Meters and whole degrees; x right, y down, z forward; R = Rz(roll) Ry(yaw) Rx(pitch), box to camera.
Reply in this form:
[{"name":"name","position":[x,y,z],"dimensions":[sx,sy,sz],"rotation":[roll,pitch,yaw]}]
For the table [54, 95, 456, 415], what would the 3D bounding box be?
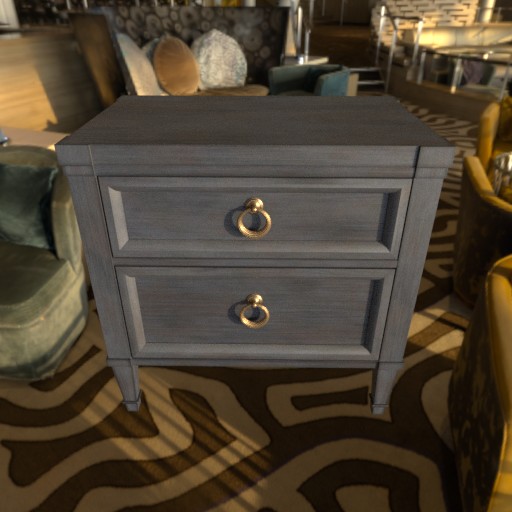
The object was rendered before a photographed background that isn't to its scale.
[{"name":"table","position":[0.000,0.000,1.066],"dimensions":[0.660,0.660,0.413],"rotation":[0,31,1]}]
